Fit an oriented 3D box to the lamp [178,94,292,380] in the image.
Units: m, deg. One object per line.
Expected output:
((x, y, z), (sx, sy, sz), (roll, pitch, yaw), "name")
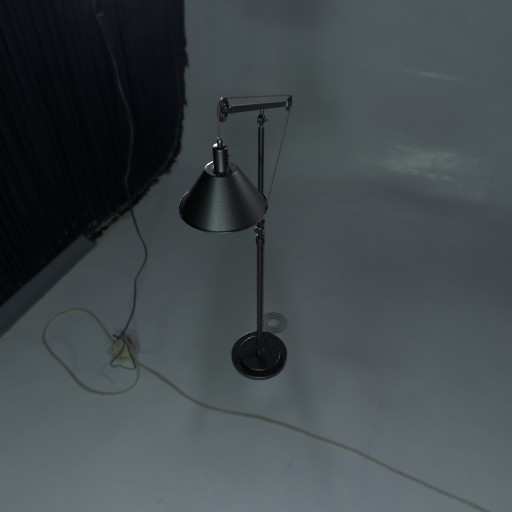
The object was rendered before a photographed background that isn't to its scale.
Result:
((0.000, 0.000, 1.962), (0.319, 1.626, 0.904), (14, 43, 15), "lamp")
